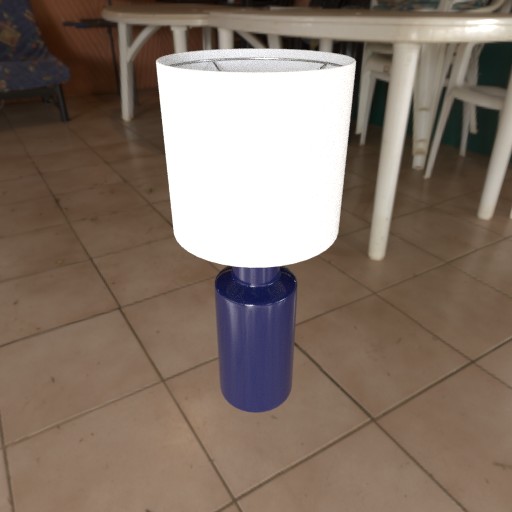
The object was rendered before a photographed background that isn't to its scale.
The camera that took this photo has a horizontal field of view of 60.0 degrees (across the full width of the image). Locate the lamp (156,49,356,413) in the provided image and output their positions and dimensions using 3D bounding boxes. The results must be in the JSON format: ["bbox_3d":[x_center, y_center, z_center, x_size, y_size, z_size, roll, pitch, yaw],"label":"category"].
[{"bbox_3d":[0.000,0.000,0.602,0.212,0.493,0.212,-18,35,-28],"label":"lamp"}]
